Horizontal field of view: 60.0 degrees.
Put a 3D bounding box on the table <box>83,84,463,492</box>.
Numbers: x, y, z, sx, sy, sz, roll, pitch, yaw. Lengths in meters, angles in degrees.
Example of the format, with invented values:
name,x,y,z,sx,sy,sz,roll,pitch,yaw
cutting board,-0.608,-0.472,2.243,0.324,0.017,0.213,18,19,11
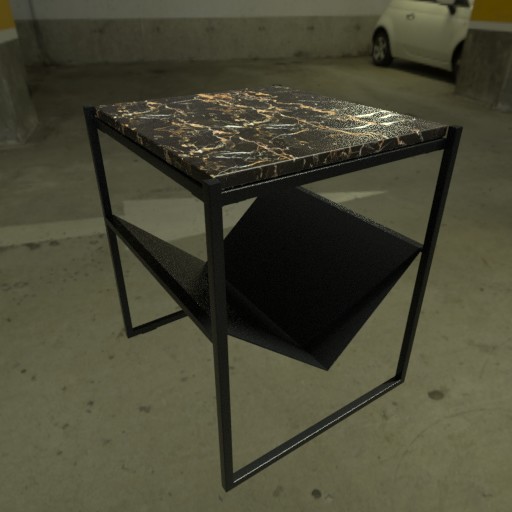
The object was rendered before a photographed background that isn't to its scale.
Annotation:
name,x,y,z,sx,sy,sz,roll,pitch,yaw
table,0.000,0.000,0.859,0.432,0.534,0.469,-19,35,-29
